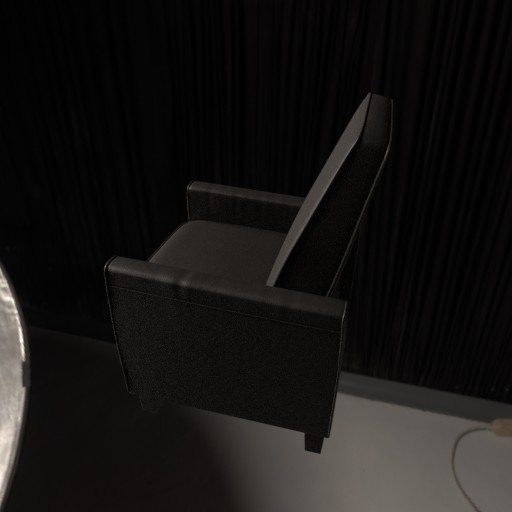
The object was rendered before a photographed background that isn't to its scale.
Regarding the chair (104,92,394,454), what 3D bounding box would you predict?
[{"bbox_3d":[0.000,0.000,1.496,0.746,1.013,0.705,8,32,13],"label":"chair"}]
